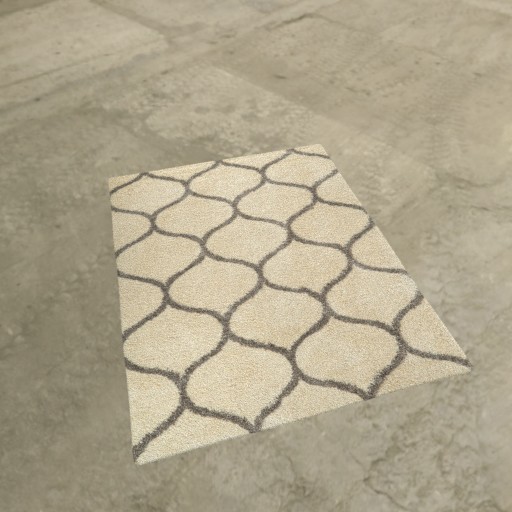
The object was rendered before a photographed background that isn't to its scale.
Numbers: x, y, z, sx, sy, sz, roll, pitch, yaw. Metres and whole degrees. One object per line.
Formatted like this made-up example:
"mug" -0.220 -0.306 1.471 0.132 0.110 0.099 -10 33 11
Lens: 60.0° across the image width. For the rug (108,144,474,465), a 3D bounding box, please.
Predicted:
"rug" 0.000 0.000 3.918 2.399 0.026 3.000 -12 48 -11
